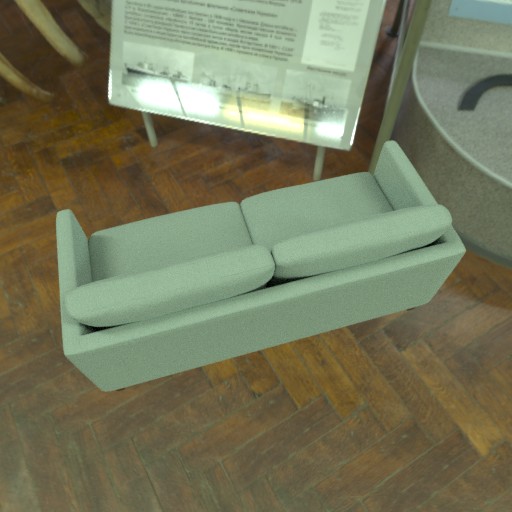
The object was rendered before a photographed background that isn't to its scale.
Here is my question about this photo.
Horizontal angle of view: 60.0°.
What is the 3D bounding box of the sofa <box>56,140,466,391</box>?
[{"bbox_3d":[0.000,0.000,2.754,2.208,0.965,0.951,-14,59,-9],"label":"sofa"}]
